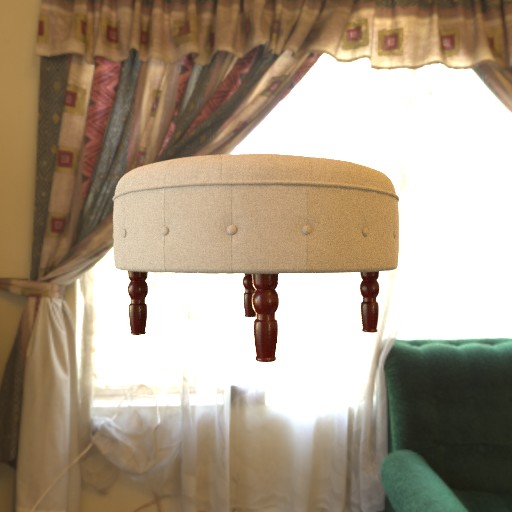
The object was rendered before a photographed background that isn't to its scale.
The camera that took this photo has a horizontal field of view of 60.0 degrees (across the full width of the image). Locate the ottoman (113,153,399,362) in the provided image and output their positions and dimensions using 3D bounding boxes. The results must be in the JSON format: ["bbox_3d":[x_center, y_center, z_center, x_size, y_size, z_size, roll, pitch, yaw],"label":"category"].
[{"bbox_3d":[0.000,0.000,1.380,0.849,0.478,0.849,0,0,0],"label":"ottoman"}]
